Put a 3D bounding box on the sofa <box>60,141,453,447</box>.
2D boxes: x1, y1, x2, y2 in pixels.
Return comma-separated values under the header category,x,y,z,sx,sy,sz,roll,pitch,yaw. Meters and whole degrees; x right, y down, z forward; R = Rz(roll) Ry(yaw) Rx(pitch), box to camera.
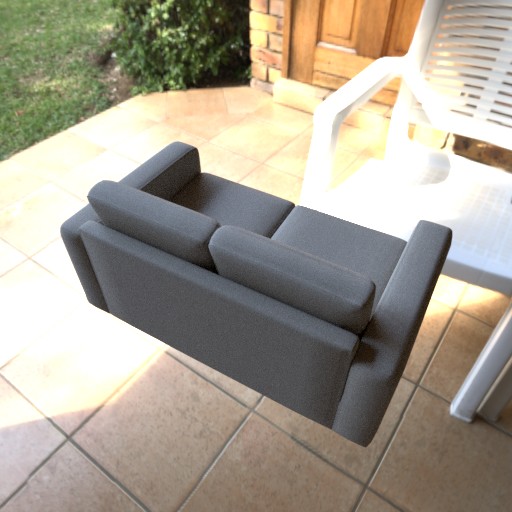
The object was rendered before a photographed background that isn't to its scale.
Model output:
category,x,y,z,sx,sy,sz,roll,pitch,yaw
sofa,0.000,0.000,2.068,1.540,0.800,0.900,22,49,21
